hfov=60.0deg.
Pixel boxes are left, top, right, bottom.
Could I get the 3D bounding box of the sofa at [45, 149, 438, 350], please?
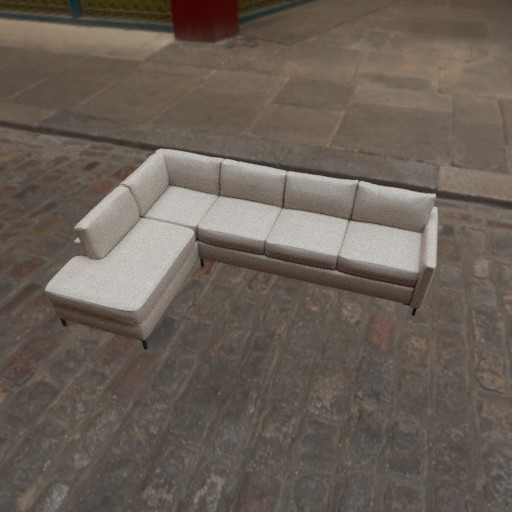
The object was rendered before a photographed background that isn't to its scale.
[{"bbox_3d":[0.000,0.000,3.192,2.423,0.703,1.617,12,42,14],"label":"sofa"}]
